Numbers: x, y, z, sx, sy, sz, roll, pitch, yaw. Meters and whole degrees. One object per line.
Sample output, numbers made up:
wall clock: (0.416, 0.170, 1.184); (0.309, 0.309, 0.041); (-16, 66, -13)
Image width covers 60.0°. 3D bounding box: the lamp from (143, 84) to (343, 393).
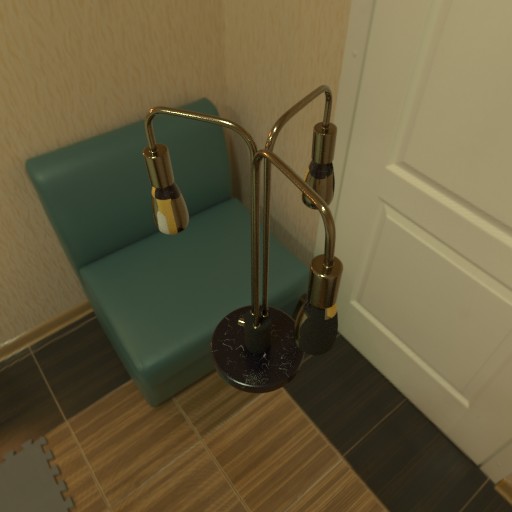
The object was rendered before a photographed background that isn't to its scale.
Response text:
lamp: (0.000, 0.000, 0.802); (0.368, 0.560, 0.355); (18, 51, 15)
